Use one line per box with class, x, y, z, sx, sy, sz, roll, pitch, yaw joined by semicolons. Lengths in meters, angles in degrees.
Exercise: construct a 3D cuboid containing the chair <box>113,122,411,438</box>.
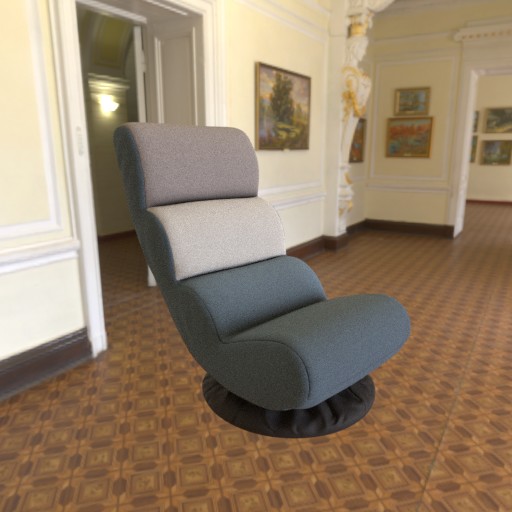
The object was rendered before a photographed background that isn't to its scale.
chair;0.000;0.000;1.087;0.661;0.641;0.420;13;19;43
